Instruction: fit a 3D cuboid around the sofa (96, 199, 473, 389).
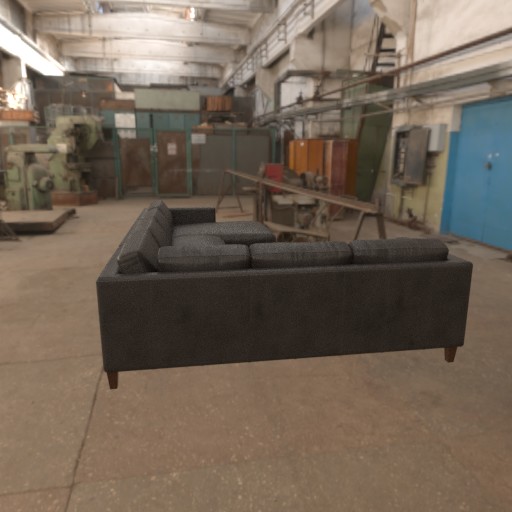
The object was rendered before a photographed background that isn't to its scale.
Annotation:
[{"bbox_3d":[0.000,0.000,4.454,2.452,0.891,3.324,-2,14,-9],"label":"sofa"}]
